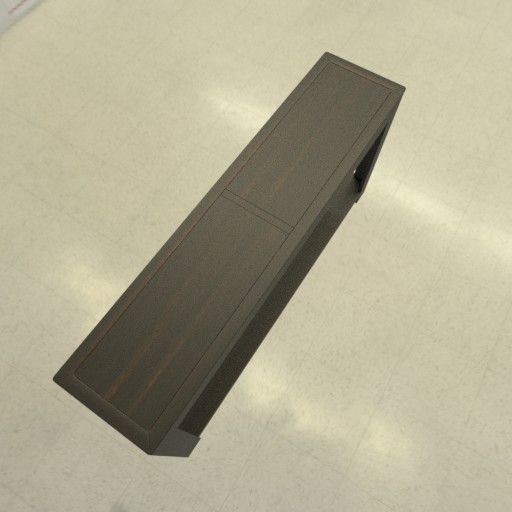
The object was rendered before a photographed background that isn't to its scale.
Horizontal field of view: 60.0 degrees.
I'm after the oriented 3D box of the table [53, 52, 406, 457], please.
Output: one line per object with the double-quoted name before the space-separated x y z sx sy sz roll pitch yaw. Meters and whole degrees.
"table" 0.000 0.000 1.895 0.384 0.762 1.631 31 69 13
